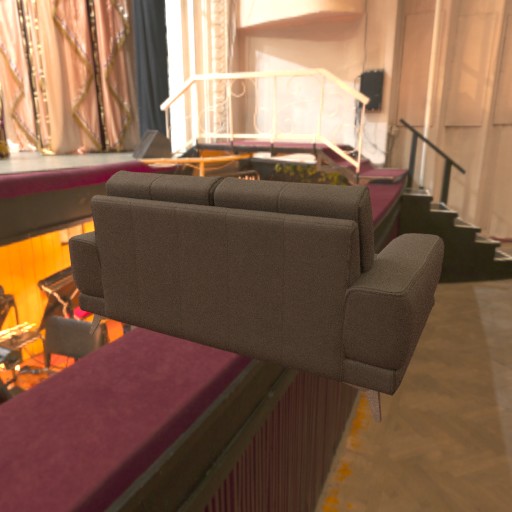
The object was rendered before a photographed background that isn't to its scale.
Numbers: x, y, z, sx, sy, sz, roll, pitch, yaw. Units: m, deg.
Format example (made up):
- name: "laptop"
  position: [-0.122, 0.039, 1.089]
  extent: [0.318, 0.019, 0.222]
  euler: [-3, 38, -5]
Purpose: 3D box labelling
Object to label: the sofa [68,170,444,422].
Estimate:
- name: "sofa"
  position: [0.000, 0.000, 2.399]
  extent: [1.806, 0.907, 1.018]
  euler: [9, 19, 27]
